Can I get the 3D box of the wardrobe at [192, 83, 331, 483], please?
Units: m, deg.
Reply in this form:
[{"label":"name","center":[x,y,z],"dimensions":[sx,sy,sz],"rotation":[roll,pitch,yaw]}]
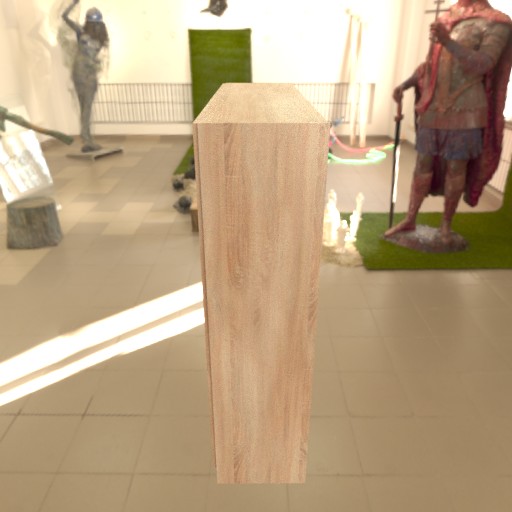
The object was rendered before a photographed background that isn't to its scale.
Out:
[{"label":"wardrobe","center":[0.000,0.000,3.167],"dimensions":[0.598,2.159,1.998],"rotation":[0,26,0]}]
